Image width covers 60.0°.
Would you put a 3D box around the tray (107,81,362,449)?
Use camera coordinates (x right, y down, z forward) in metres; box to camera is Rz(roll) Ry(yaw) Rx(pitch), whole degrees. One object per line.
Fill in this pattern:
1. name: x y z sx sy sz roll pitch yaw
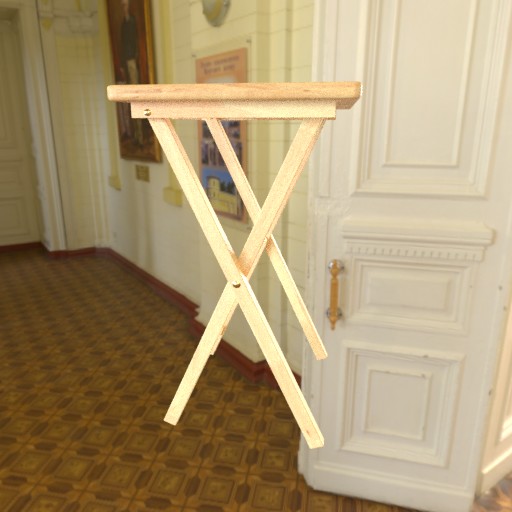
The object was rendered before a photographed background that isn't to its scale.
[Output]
1. tray: 0.000 0.000 0.960 0.381 0.660 0.483 3 17 9
